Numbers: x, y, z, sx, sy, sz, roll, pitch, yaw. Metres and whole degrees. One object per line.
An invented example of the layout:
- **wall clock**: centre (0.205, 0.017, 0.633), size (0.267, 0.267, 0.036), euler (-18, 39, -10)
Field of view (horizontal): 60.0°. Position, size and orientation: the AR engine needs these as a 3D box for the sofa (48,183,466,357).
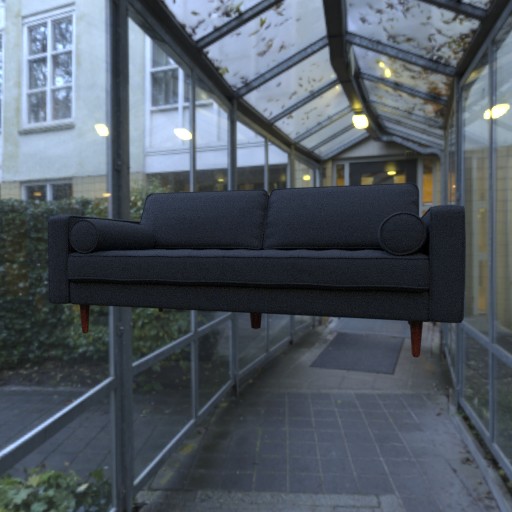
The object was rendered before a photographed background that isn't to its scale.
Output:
- **sofa**: centre (0.000, 0.000, 2.296), size (1.875, 0.759, 0.914), euler (0, 1, 18)
